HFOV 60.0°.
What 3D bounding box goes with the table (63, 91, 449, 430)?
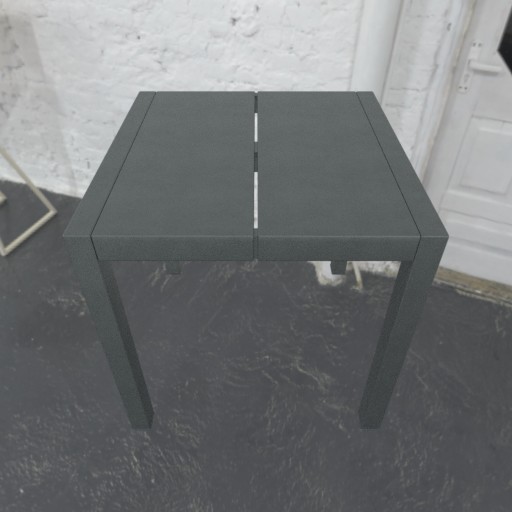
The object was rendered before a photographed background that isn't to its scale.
[{"bbox_3d":[0.000,0.000,0.935,0.508,0.508,0.508,0,41,0],"label":"table"}]
